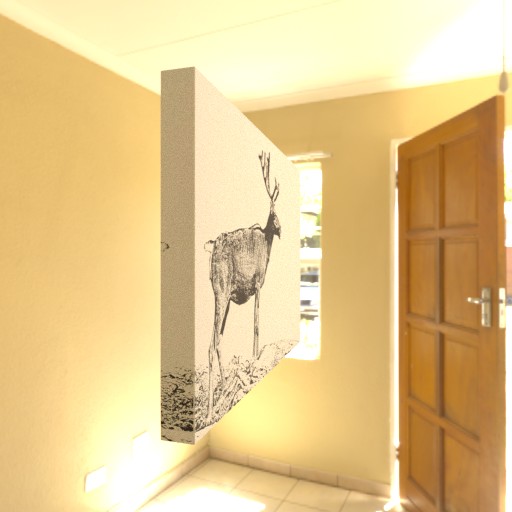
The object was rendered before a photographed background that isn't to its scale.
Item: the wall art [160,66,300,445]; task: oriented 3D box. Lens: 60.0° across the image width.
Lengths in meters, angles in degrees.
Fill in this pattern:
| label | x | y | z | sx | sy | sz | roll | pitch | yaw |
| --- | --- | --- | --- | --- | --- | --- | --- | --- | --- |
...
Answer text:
| label | x | y | z | sx | sy | sz | roll | pitch | yaw |
| --- | --- | --- | --- | --- | --- | --- | --- | --- | --- |
| wall art | 0.000 | 0.000 | 0.781 | 0.042 | 0.414 | 0.608 | 0 | 0 | 17 |
